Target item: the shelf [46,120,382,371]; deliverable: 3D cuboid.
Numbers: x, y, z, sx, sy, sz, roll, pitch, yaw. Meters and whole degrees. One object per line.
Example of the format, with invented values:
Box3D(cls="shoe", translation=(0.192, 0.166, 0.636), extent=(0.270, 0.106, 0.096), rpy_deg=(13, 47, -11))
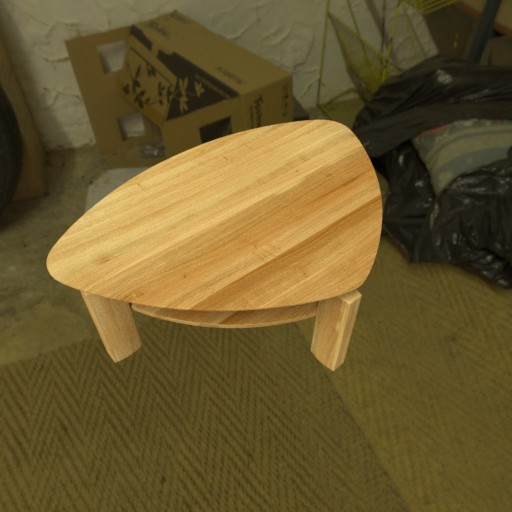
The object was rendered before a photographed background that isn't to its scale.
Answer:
Box3D(cls="shelf", translation=(0.000, 0.000, 1.596), extent=(1.240, 0.439, 0.863), rpy_deg=(-32, 54, -27))
